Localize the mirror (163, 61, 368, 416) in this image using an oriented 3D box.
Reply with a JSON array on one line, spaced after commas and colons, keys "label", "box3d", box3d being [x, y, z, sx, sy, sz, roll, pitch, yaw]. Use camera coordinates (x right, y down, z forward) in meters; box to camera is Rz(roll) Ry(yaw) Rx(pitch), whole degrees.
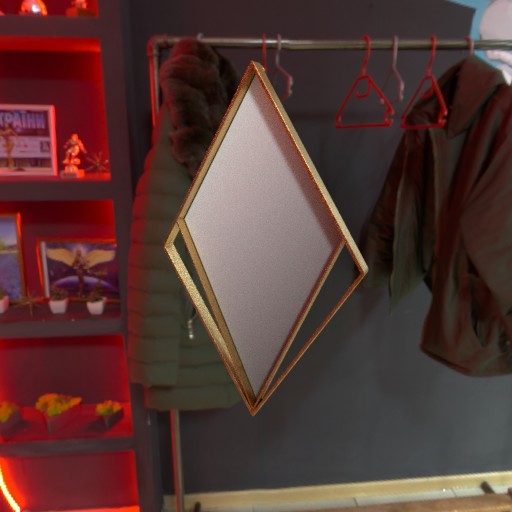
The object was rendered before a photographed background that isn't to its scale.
[{"label": "mirror", "box3d": [0.000, 0.000, 0.838, 0.419, 0.679, 0.032, 8, 17, 26]}]
